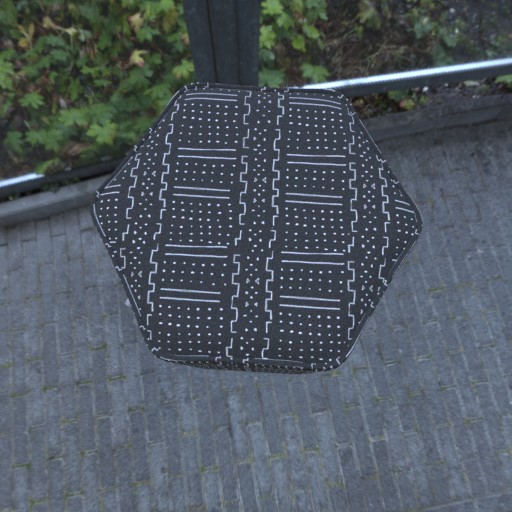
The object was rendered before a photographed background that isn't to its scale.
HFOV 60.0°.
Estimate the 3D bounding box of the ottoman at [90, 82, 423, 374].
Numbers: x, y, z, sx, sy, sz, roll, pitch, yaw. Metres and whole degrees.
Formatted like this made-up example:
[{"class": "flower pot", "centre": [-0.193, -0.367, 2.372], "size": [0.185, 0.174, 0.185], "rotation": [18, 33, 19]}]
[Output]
[{"class": "ottoman", "centre": [0.000, 0.000, 0.876], "size": [0.494, 0.502, 0.443], "rotation": [3, 75, 1]}]
